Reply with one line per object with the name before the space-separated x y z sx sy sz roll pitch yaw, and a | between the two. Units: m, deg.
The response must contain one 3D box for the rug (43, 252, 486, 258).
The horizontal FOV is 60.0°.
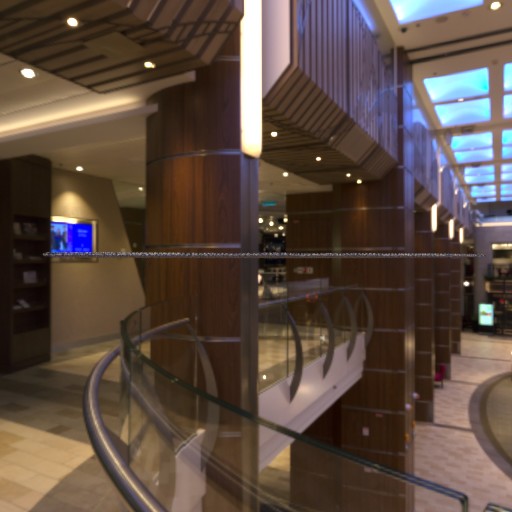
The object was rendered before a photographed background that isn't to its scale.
rug | 0.000 0.000 3.045 2.443 0.021 1.538 0 -1 -17
